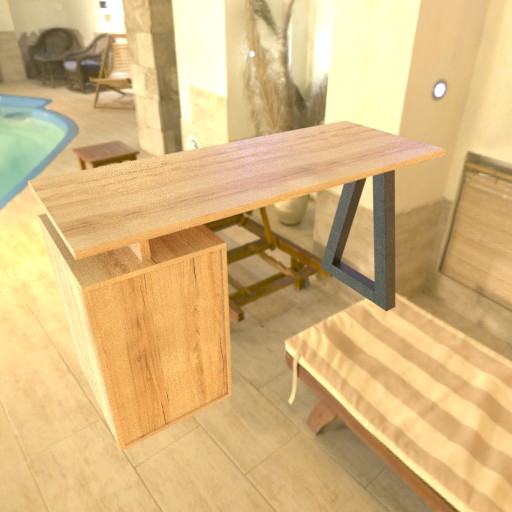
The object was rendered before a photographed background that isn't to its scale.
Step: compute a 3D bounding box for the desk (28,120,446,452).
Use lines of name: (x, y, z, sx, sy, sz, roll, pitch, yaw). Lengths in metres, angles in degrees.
desk: (0.000, 0.000, 1.761, 1.400, 0.760, 0.550, -19, 36, -29)
